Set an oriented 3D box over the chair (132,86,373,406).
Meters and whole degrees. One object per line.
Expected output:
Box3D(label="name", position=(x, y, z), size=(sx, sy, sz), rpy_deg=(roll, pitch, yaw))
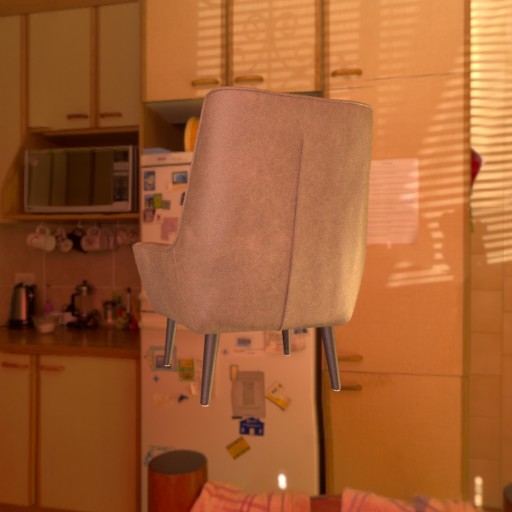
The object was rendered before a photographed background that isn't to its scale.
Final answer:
Box3D(label="chair", position=(0.000, 0.000, 1.554), size=(0.787, 0.888, 0.824), rpy_deg=(0, 1, -19))
